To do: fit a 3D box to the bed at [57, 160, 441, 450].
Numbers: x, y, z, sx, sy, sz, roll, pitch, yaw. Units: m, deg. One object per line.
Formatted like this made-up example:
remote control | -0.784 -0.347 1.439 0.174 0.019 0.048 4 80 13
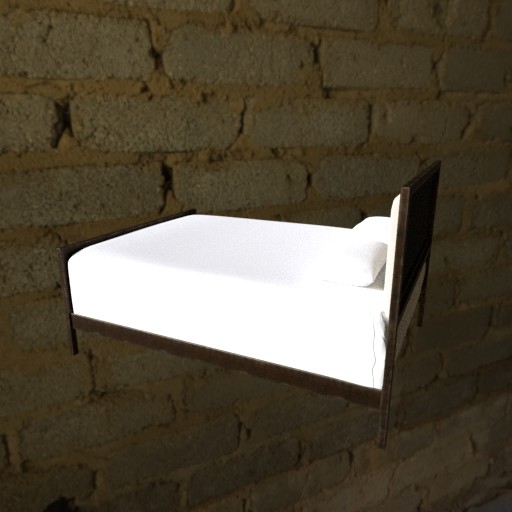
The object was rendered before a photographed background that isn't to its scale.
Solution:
bed | 0.000 0.000 3.192 2.221 1.313 1.607 8 18 25
